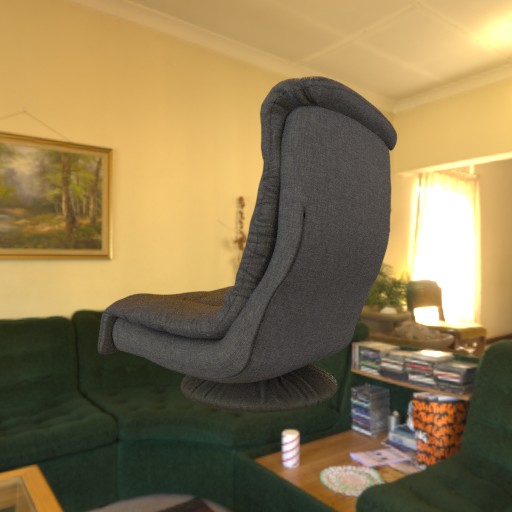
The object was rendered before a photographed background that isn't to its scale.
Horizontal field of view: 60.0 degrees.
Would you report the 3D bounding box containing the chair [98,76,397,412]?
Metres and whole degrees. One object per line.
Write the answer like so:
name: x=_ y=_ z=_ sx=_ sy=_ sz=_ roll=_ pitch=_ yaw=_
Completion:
chair: x=0.000 y=0.000 z=1.233 sx=0.668 sy=0.749 sz=0.597 roll=-1 pitch=-1 yaw=36
